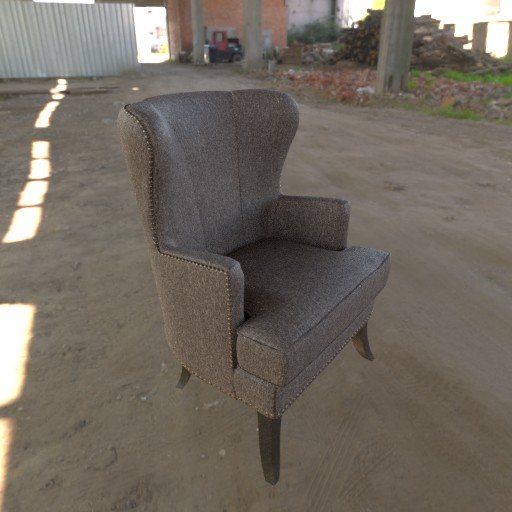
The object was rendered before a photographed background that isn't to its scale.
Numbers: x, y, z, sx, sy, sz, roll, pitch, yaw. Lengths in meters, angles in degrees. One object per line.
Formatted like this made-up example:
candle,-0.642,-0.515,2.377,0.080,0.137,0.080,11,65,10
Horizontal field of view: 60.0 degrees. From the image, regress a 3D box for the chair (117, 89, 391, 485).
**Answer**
chair,0.000,0.000,1.581,0.758,1.060,0.759,18,31,33
